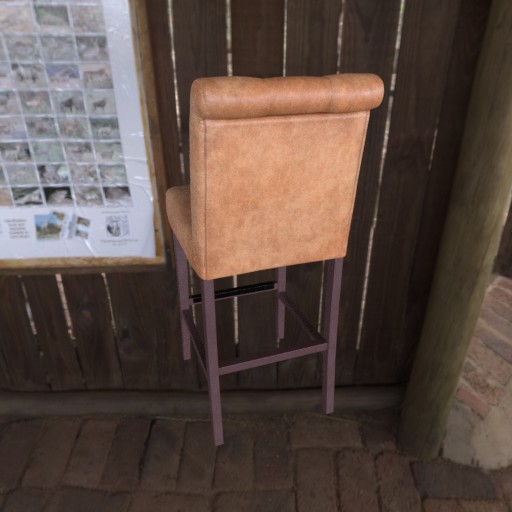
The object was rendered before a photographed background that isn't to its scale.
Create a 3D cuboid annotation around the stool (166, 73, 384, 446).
[{"bbox_3d":[0.000,0.000,1.466,0.493,1.140,0.601,-9,27,-18],"label":"stool"}]
